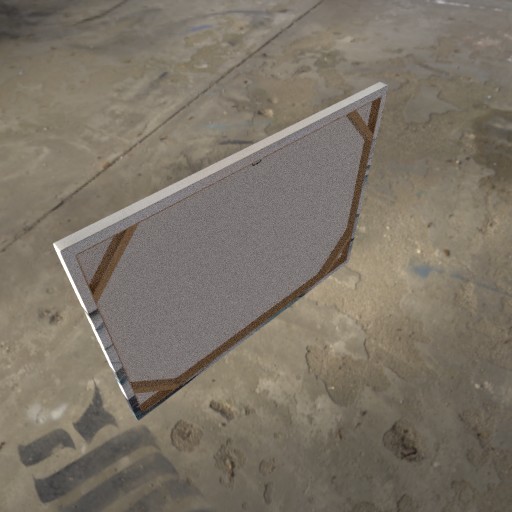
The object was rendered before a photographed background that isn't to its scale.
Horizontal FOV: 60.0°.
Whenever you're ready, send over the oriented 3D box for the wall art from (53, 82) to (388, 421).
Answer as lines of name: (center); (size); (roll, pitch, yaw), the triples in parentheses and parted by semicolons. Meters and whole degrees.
wall art: (0.000, 0.000, 1.616); (1.219, 0.915, 0.039); (-33, 55, -27)
